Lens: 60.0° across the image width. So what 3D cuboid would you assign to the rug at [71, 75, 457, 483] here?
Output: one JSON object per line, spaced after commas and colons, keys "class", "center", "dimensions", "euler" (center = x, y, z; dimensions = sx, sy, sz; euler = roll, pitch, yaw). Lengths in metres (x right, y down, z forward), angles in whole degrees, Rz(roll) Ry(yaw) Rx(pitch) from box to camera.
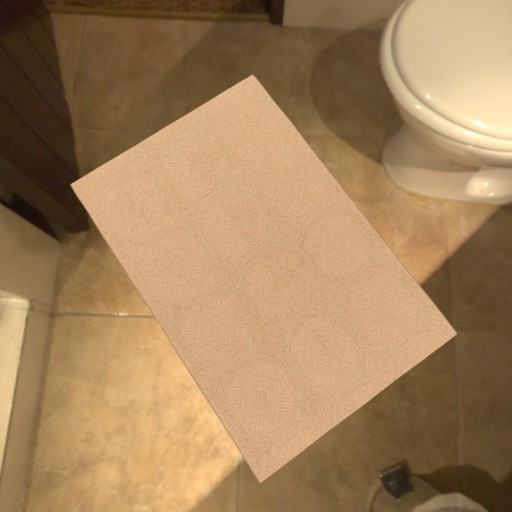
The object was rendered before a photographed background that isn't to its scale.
{"class": "rug", "center": [0.000, 0.000, 2.355], "dimensions": [1.236, 0.009, 1.839], "euler": [-34, 79, -8]}
